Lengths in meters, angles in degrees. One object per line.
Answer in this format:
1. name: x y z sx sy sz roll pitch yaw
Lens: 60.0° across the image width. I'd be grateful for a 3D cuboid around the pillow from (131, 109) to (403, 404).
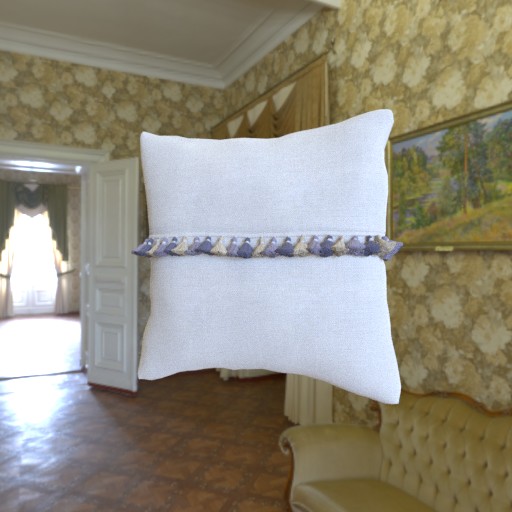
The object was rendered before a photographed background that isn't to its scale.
1. pillow: 0.000 0.000 0.773 0.489 0.481 0.165 0 0 17
